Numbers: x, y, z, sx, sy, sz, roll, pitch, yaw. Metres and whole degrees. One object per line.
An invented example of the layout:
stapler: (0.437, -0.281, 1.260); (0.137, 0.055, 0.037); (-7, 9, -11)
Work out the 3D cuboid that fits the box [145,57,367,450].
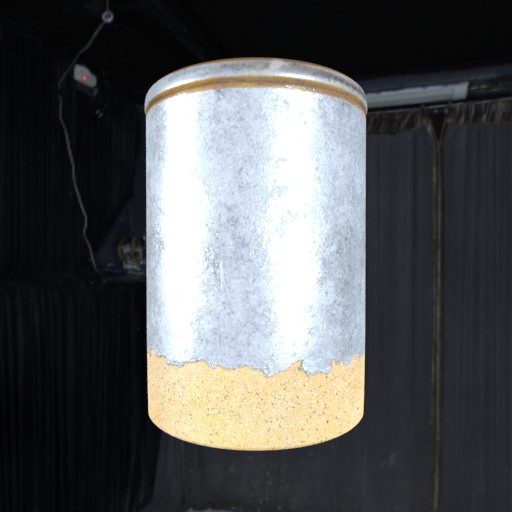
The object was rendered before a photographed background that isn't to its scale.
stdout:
box: (0.000, 0.000, 0.242); (0.118, 0.168, 0.118); (0, 0, 0)
